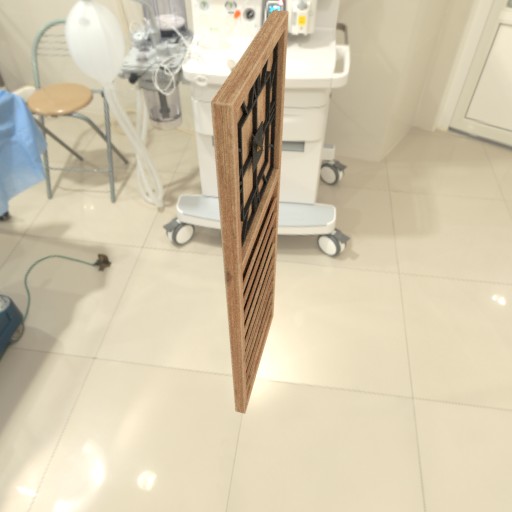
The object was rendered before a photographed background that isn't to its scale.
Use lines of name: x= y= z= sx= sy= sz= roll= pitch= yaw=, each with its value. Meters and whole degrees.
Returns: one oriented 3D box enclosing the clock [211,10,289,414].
clock: x=0.000 y=0.000 z=1.057 sx=0.030 sy=0.965 sz=0.361 roll=11 pitch=48 yaw=10
